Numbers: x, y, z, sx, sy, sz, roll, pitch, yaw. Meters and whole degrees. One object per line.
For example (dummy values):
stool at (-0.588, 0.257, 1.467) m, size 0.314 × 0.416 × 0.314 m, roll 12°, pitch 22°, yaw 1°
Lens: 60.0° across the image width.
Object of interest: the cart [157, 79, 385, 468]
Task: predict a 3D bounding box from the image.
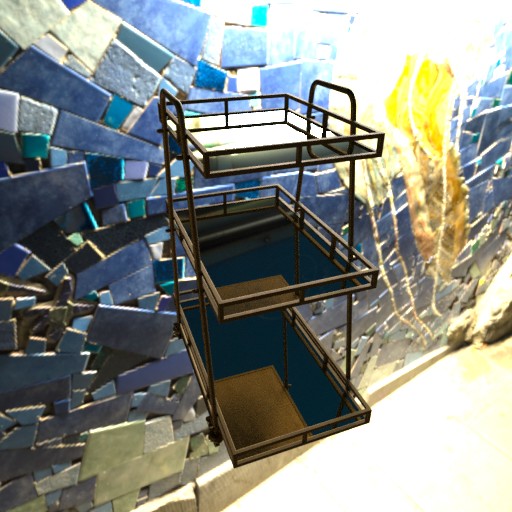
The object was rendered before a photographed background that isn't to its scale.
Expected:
cart at (0.000, 0.000, 1.232) m, size 0.441 × 0.883 × 0.711 m, roll -11°, pitch 32°, yaw -18°
